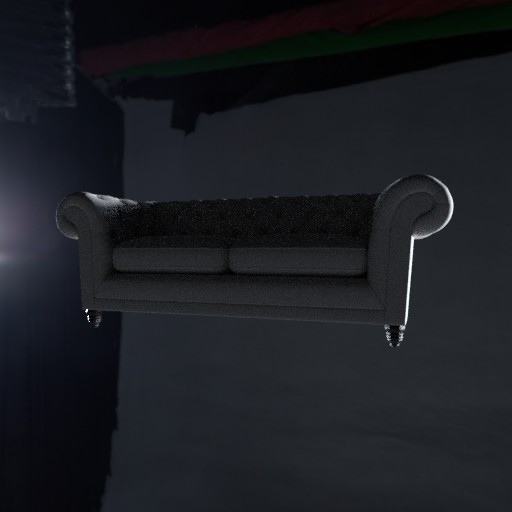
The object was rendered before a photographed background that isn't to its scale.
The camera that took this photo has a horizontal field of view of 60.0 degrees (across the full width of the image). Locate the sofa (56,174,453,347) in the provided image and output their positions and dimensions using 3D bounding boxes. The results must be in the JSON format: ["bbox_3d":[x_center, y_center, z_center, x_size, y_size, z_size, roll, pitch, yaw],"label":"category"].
[{"bbox_3d":[0.000,0.000,2.554,1.998,0.764,0.986,0,1,18],"label":"sofa"}]
